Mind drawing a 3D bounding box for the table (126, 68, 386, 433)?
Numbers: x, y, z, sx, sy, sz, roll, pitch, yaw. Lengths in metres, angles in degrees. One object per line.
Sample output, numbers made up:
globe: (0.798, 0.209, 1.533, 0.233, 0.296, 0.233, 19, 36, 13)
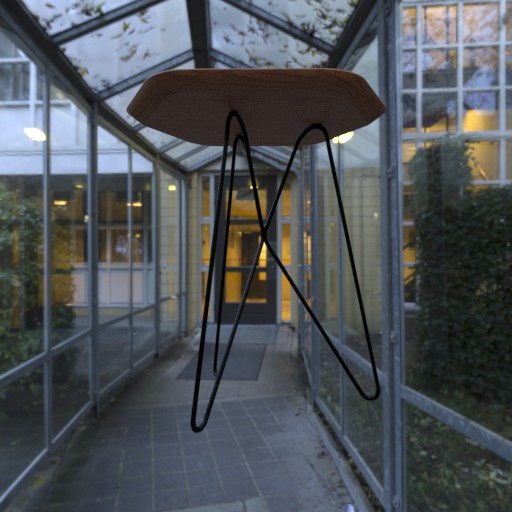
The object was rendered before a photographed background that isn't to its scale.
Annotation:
table: (0.000, 0.000, 0.862, 0.500, 0.562, 0.400, 0, 0, 1)
